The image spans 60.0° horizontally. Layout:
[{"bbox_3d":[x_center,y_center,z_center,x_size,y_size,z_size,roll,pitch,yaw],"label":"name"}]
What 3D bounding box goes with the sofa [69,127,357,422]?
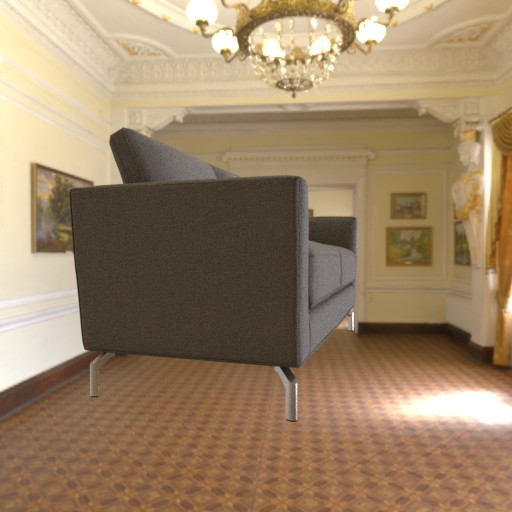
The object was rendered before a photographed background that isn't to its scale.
[{"bbox_3d":[0.000,0.000,2.095,0.803,0.924,1.594,0,1,18],"label":"sofa"}]
